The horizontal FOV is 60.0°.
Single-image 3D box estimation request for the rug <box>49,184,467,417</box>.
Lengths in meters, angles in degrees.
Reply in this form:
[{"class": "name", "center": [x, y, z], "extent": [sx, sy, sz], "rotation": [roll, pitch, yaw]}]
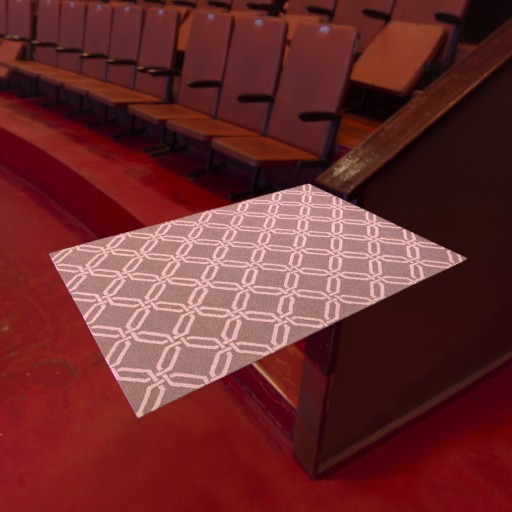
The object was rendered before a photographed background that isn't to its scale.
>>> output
[{"class": "rug", "center": [0.000, 0.000, 4.431], "extent": [3.419, 0.020, 2.441], "rotation": [-19, 35, -29]}]
